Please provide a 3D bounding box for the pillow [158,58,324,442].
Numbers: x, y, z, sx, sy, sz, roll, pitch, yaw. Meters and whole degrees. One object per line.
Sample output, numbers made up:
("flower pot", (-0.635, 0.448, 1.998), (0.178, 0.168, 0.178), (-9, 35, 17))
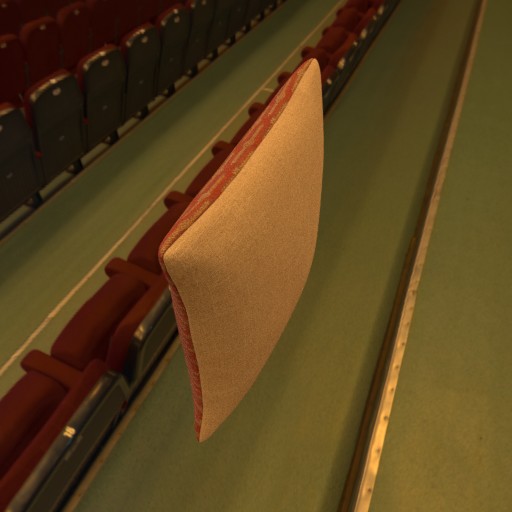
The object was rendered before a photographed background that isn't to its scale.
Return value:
("pillow", (0.000, 0.000, 0.787), (0.182, 0.503, 0.511), (17, 49, 15))
